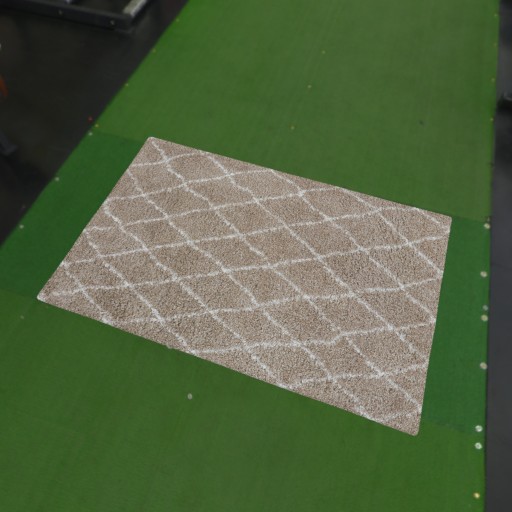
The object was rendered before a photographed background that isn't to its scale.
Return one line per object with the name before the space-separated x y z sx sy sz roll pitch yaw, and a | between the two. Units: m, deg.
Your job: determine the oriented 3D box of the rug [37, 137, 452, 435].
rug | 0.000 0.000 3.404 2.743 0.030 1.778 17 59 11
